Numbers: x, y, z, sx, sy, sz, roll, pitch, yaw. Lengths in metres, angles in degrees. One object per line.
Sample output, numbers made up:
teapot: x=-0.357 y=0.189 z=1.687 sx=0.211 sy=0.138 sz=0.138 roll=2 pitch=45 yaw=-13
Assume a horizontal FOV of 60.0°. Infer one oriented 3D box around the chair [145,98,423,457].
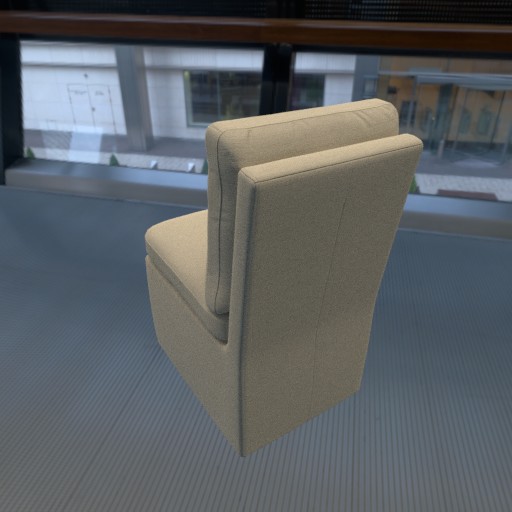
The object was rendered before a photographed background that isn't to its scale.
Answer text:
chair: x=0.000 y=0.000 z=1.341 sx=0.503 sy=0.927 sz=0.698 roll=-18 pitch=34 yaw=-29
